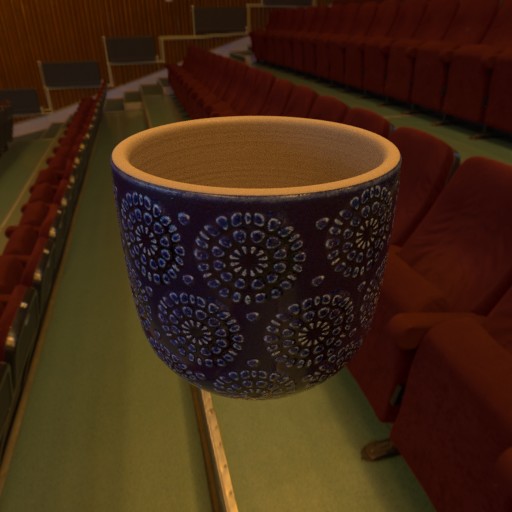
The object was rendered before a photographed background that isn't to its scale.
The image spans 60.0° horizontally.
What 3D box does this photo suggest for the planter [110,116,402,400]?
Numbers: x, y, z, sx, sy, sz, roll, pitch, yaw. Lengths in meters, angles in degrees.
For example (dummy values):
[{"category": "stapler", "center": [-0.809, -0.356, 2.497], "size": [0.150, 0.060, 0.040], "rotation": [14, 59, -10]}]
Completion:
[{"category": "planter", "center": [0.000, 0.000, 0.293], "size": [0.165, 0.149, 0.165], "rotation": [0, 29, 0]}]
